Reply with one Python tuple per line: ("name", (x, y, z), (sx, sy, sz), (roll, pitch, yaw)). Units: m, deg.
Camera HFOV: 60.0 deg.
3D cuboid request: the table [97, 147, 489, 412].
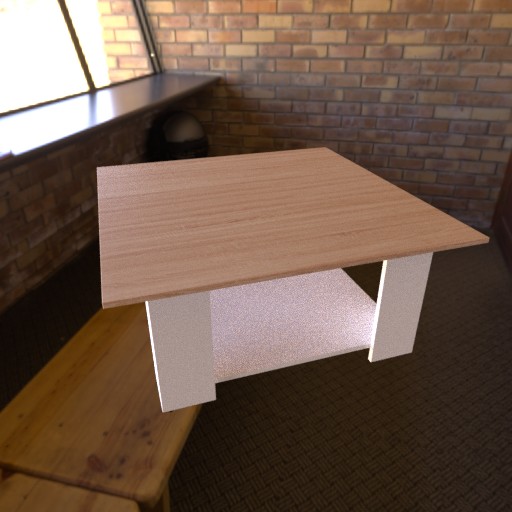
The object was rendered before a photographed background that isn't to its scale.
("table", (0.000, 0.000, 1.061), (0.670, 0.305, 0.670), (-9, 29, -16))
